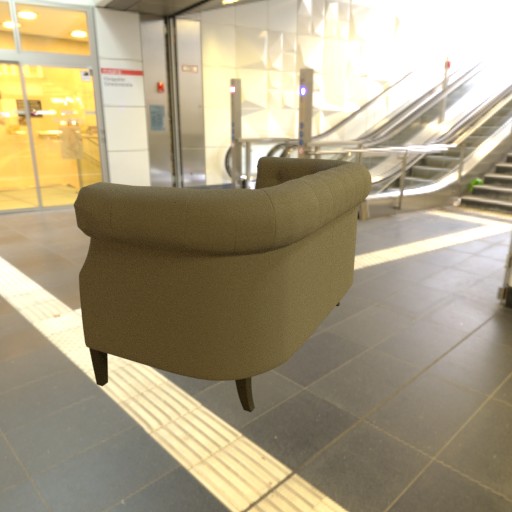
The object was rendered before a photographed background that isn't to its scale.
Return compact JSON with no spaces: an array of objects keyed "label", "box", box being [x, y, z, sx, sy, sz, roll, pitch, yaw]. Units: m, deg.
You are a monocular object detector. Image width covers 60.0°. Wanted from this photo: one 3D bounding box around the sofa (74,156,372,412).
[{"label":"sofa","box":[0.000,0.000,2.107,0.835,0.827,1.558,8,19,26]}]
